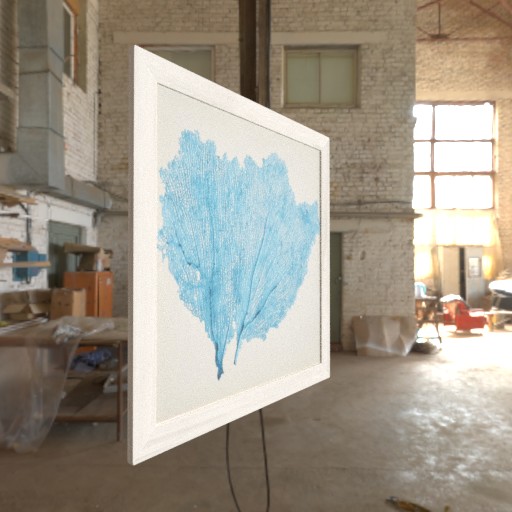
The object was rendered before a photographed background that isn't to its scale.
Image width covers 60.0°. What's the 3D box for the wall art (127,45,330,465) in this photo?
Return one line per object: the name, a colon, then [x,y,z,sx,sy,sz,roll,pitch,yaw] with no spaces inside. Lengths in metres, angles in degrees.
wall art: [0.000,0.000,0.852,0.013,0.584,0.584,-1,-1,37]
